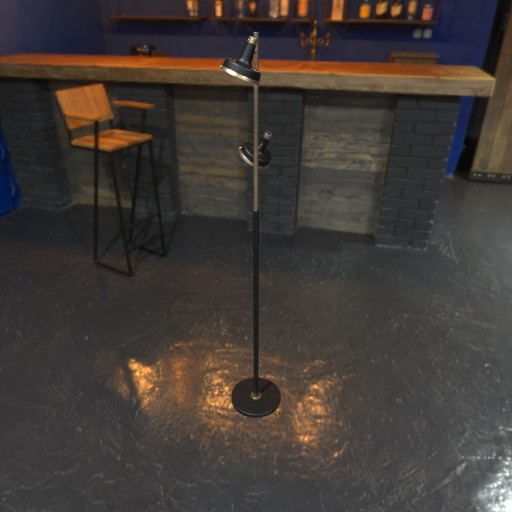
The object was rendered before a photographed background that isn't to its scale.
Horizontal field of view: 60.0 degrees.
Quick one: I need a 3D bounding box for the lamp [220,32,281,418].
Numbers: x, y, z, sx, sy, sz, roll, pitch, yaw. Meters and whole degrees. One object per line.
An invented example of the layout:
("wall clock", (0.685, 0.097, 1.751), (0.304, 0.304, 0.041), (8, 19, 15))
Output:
("lamp", (0.000, 0.000, 1.856), (0.253, 1.674, 0.351), (8, 30, 13))
